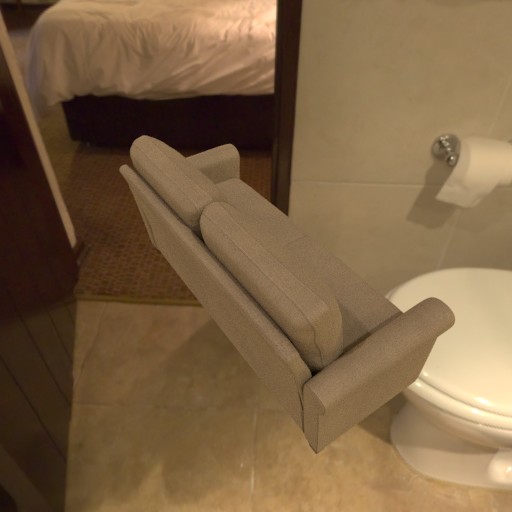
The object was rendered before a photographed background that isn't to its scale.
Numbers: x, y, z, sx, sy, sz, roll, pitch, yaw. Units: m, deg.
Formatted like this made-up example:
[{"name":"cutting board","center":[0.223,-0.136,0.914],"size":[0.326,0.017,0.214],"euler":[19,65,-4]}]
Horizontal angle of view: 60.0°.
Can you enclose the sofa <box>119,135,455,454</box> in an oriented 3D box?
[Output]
[{"name":"sofa","center":[0.000,0.000,2.467],"size":[0.842,0.942,1.935],"euler":[-24,47,-25]}]
